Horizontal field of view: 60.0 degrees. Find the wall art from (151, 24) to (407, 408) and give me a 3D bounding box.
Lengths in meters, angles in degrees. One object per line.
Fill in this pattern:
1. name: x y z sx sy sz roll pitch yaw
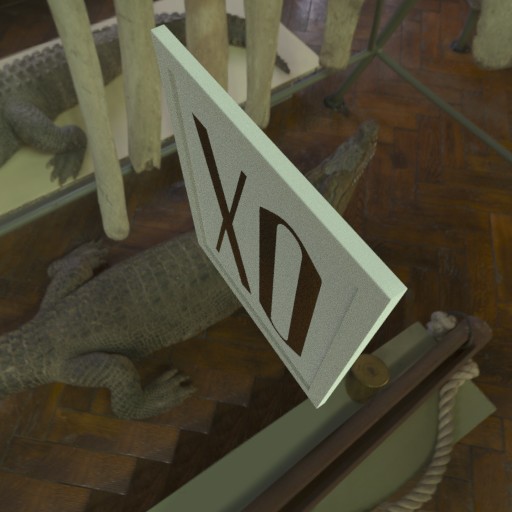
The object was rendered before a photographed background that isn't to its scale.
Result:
1. wall art: 0.000 0.000 0.708 0.020 0.536 0.444 -31 66 -16
